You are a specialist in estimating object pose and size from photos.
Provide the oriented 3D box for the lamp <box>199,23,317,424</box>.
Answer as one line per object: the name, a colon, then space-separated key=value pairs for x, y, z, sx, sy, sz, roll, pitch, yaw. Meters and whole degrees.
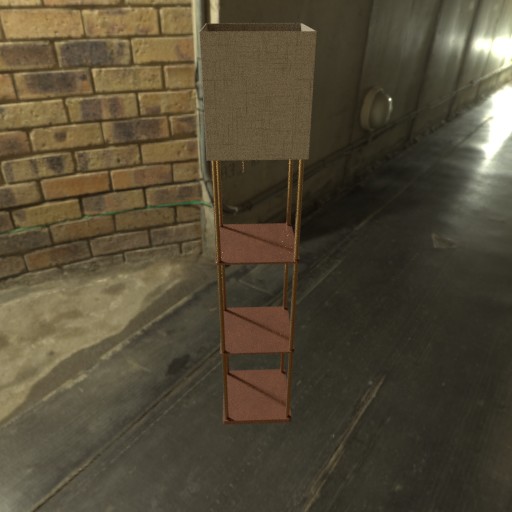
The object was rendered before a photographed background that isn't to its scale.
lamp: x=0.000 y=0.000 z=1.705 sx=0.310 sy=1.569 sz=0.308 roll=-1 pitch=31 yaw=-2
